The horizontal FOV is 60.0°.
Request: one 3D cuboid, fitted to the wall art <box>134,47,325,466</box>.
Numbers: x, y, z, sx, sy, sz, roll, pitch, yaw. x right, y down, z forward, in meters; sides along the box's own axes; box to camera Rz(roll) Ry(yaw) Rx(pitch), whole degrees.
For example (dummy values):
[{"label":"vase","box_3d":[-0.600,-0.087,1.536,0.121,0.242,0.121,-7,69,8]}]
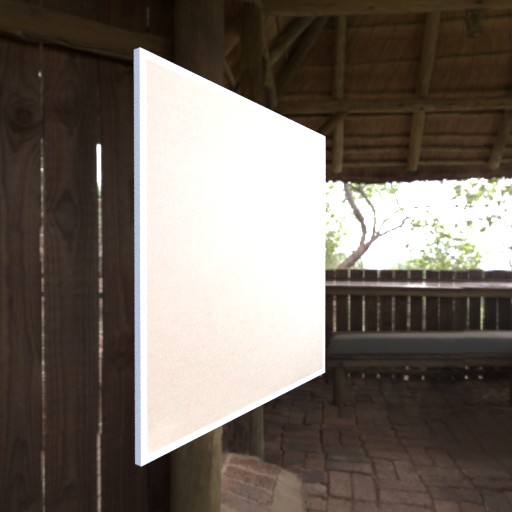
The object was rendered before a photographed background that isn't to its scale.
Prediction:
[{"label":"wall art","box_3d":[0.000,0.000,0.822,0.012,0.557,0.557,0,1,35]}]
